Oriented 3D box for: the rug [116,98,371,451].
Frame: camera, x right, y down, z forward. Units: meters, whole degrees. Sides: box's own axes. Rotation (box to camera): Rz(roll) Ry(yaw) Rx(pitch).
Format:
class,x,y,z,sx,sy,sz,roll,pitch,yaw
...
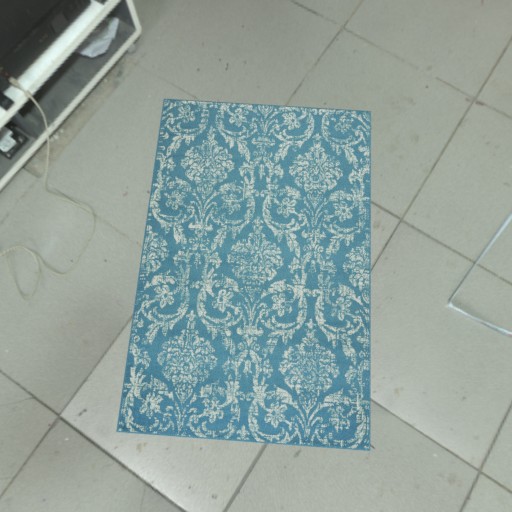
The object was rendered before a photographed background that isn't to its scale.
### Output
class,x,y,z,sx,sy,sz,roll,pitch,yaw
rug,0.000,0.000,3.517,1.816,0.018,2.746,4,75,1
